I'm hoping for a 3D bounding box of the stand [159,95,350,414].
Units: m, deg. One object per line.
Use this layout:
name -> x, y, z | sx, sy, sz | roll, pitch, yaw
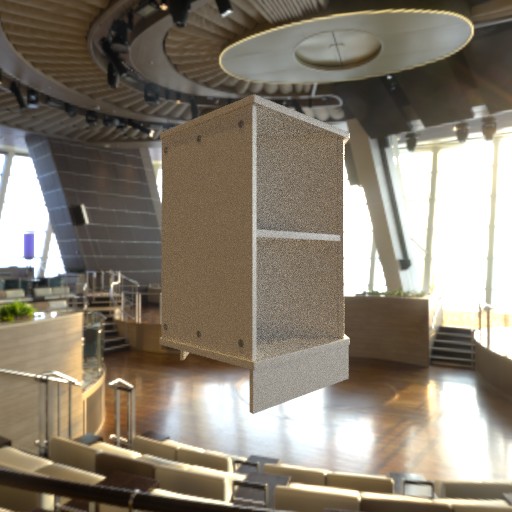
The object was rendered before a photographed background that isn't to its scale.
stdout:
stand -> 0.000, 0.000, 1.383 | 0.477, 0.614, 1.072 | 0, 0, 1
